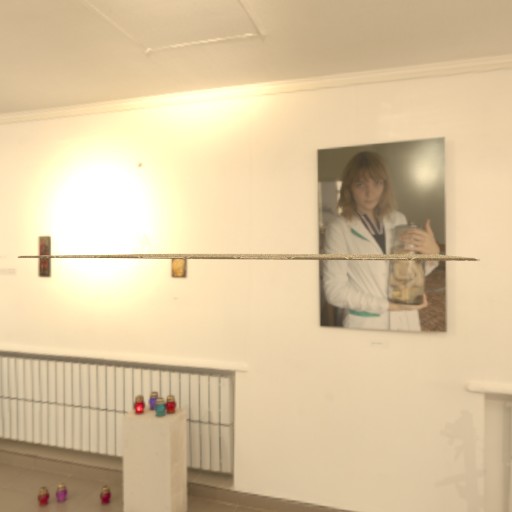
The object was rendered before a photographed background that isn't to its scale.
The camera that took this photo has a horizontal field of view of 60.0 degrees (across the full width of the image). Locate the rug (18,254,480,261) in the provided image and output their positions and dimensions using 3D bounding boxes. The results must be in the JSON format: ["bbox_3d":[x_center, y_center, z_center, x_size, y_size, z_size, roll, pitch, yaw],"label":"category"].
[{"bbox_3d":[0.000,0.000,2.972,2.457,0.012,1.541,0,1,17],"label":"rug"}]
